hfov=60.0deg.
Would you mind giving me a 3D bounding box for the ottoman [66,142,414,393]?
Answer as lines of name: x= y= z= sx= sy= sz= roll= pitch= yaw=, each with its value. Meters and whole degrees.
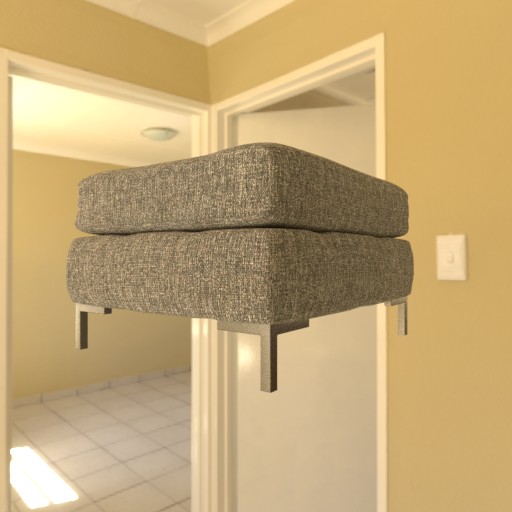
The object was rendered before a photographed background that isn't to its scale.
ottoman: x=0.000 y=0.000 z=1.256 sx=0.683 sy=0.480 sz=0.828 roll=0 pitch=0 yaw=37
